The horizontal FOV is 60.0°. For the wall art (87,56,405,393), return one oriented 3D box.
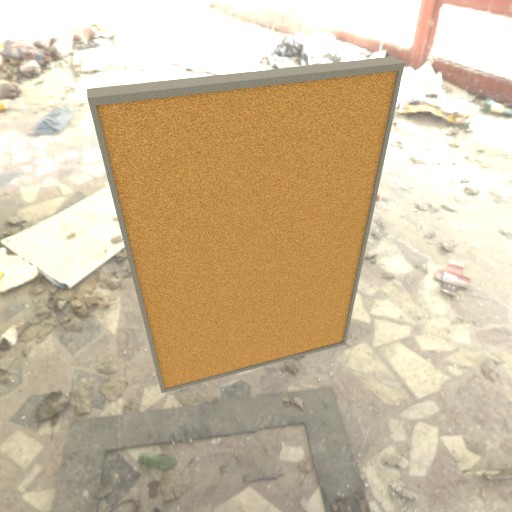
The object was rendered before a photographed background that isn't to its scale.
[{"bbox_3d":[0.000,0.000,0.943,0.511,0.753,0.039,-12,42,-13],"label":"wall art"}]
